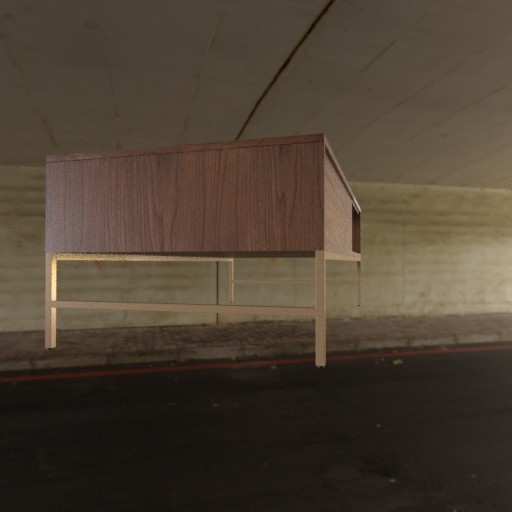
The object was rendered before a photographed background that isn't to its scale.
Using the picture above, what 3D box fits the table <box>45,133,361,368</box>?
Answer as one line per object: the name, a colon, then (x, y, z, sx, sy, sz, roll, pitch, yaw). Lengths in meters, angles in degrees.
table: (0.000, 0.000, 1.892, 0.789, 0.551, 1.553, 0, -1, 16)
